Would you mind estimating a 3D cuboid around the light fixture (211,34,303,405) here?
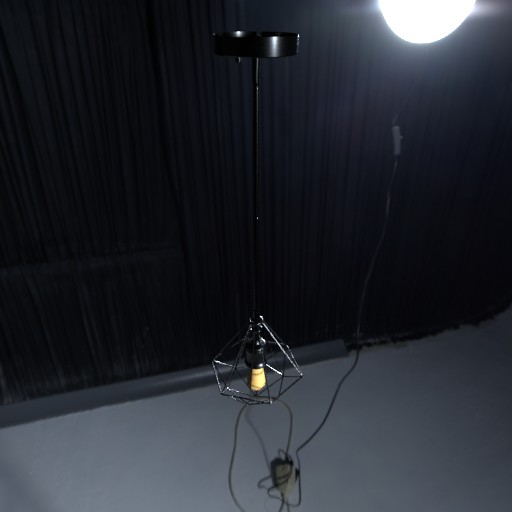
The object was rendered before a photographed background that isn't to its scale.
[{"bbox_3d":[0.000,0.000,1.967,0.431,1.764,0.487,-8,31,-14],"label":"light fixture"}]
